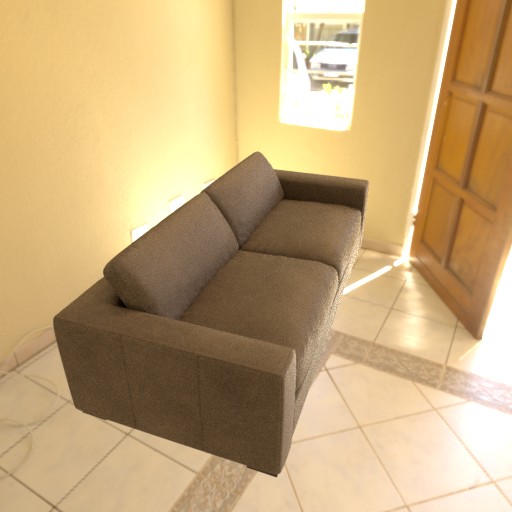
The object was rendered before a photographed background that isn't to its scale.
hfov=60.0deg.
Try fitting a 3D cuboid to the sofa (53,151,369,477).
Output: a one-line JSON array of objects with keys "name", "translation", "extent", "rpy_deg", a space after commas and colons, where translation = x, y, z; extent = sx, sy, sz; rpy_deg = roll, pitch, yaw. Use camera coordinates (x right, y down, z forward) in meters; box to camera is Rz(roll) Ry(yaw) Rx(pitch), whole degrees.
[{"name": "sofa", "translation": [0.000, 0.000, 2.727], "extent": [1.070, 0.801, 2.262], "rpy_deg": [10, 31, 18]}]
